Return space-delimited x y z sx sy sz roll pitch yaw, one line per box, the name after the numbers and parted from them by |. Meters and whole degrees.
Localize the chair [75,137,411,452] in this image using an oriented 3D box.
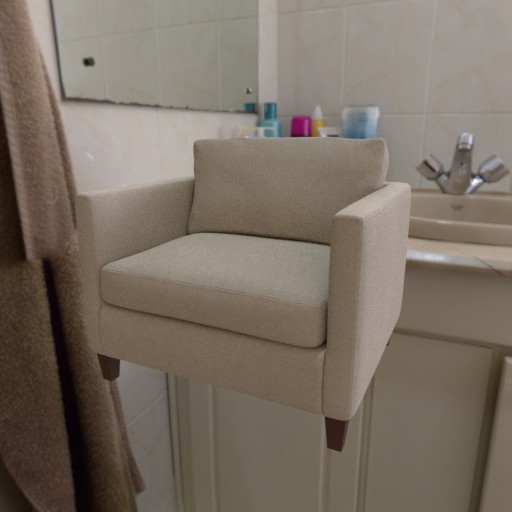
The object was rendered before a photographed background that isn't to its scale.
0.000 0.000 1.854 1.107 0.961 0.959 7 17 25 | chair
